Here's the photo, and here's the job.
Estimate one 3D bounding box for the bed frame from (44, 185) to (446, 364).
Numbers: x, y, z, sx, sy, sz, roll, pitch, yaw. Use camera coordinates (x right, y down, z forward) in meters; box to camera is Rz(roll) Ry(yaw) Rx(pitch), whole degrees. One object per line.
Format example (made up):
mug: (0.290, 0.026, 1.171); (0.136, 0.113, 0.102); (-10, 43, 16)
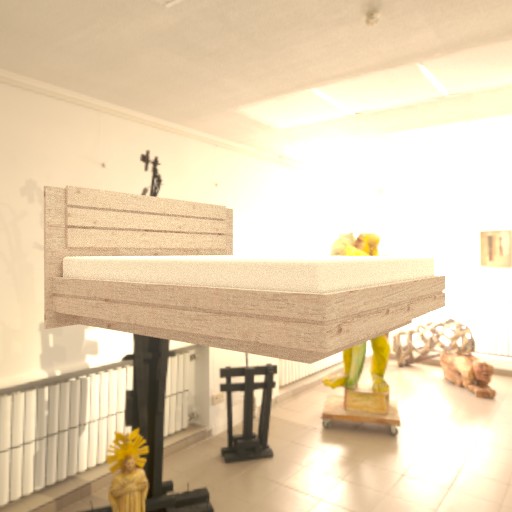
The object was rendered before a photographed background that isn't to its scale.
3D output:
bed frame: (0.000, 0.000, 3.122); (2.080, 0.970, 1.950); (0, 1, 37)
